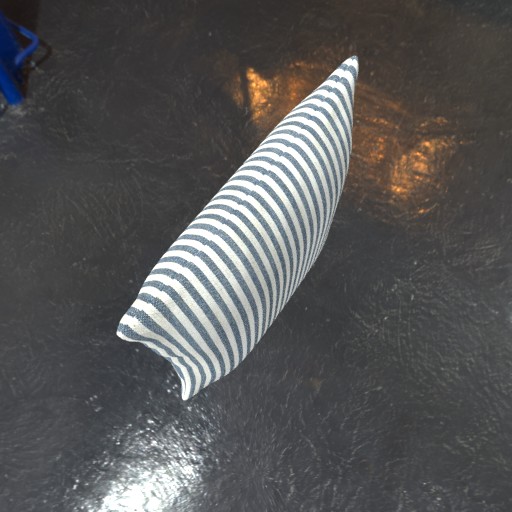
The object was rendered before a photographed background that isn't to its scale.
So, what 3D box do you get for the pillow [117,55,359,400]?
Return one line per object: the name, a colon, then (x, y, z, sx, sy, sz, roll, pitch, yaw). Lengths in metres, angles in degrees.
pillow: (0.000, 0.000, 0.790, 0.166, 0.510, 0.523, 32, 68, 15)
